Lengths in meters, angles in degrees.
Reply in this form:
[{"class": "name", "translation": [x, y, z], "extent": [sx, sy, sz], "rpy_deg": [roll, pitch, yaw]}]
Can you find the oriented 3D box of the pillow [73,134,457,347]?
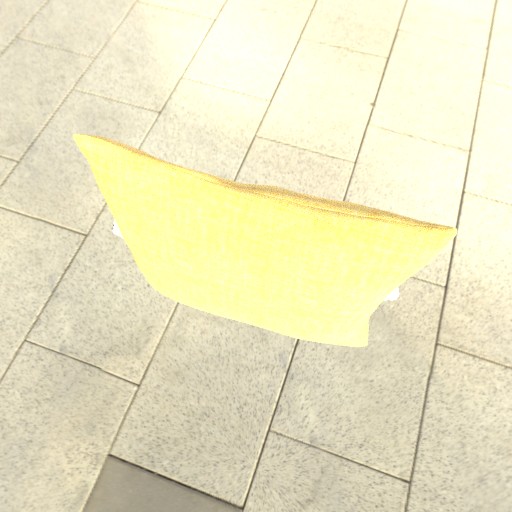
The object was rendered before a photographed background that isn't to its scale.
[{"class": "pillow", "translation": [0.000, 0.000, 0.732], "extent": [0.485, 0.481, 0.167], "rpy_deg": [16, 65, 7]}]
